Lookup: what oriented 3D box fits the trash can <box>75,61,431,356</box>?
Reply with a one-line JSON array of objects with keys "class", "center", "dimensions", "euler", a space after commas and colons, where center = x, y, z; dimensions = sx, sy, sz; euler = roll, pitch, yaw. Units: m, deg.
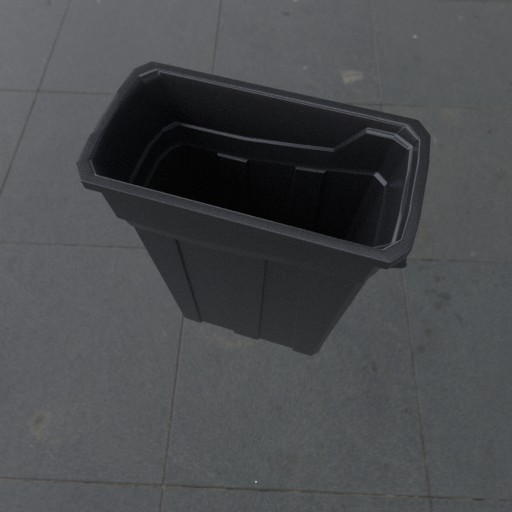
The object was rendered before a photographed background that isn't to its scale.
[{"class": "trash can", "center": [0.000, 0.000, 1.054], "dimensions": [0.559, 0.762, 0.281], "euler": [15, 64, 8]}]
